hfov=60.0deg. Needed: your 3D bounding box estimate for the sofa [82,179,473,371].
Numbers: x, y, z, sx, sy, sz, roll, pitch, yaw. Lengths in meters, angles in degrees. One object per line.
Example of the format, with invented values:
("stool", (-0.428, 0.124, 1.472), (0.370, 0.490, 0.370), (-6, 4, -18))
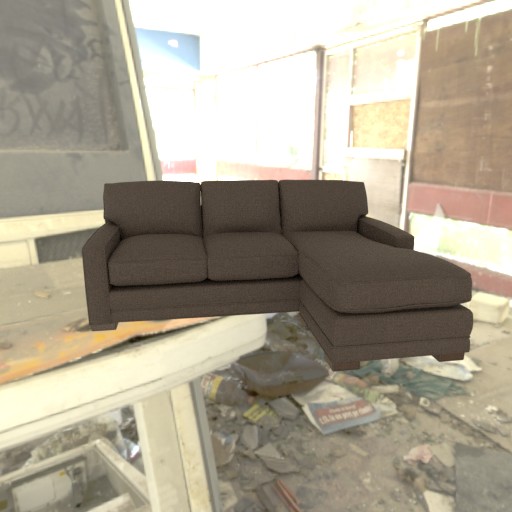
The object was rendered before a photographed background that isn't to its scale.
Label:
("sofa", (0.000, 0.000, 3.212), (2.370, 0.973, 1.790), (-2, 15, -9))
